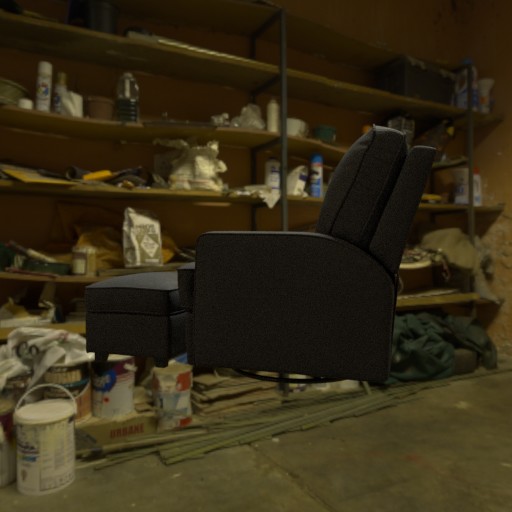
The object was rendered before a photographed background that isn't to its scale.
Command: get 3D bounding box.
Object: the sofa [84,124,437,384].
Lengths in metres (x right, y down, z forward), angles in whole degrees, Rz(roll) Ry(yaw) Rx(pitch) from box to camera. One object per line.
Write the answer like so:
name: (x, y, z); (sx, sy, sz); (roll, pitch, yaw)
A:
sofa: (0.000, 0.000, 2.021); (1.472, 0.959, 0.861); (0, 0, 18)
